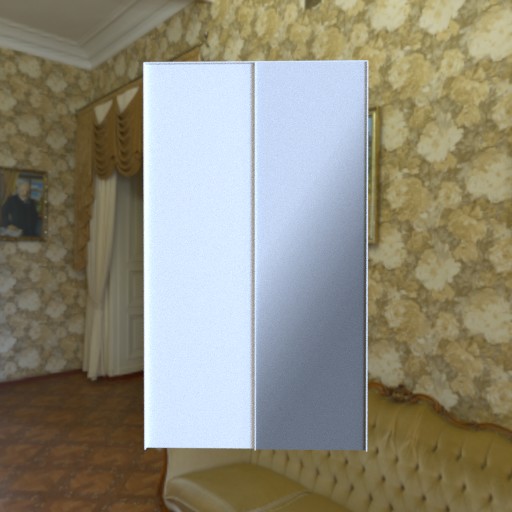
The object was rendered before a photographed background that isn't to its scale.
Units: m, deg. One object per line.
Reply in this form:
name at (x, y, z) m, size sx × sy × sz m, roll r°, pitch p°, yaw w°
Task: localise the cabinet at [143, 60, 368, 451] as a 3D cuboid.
cabinet at (0.000, 0.000, 2.692) m, size 1.250 × 2.160 × 0.480 m, roll 0°, pitch 1°, yaw 1°
